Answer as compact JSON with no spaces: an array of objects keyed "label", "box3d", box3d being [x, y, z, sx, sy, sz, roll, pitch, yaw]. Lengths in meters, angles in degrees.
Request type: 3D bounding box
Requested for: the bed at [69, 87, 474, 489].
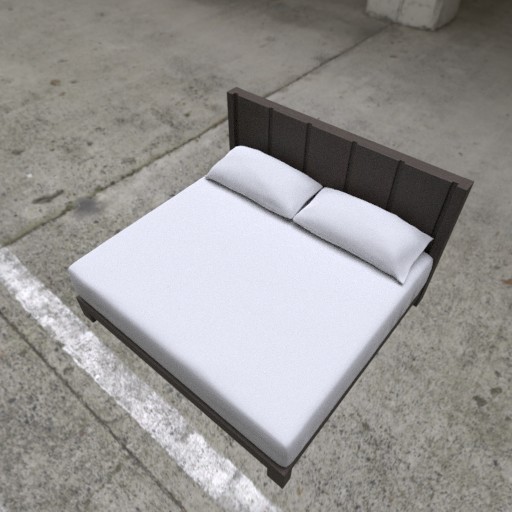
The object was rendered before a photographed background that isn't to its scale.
[{"label":"bed","box3d":[0.000,0.000,3.370,2.134,1.270,2.012,31,54,26]}]
